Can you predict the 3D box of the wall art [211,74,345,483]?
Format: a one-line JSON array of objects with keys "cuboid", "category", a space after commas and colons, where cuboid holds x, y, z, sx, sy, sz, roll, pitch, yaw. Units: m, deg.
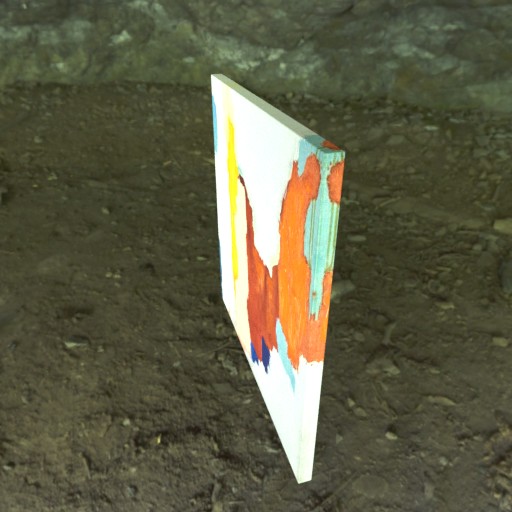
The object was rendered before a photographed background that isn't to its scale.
[{"cuboid": [0.000, 0.000, 1.504, 0.044, 1.017, 1.017, -9, 31, -15], "category": "wall art"}]
